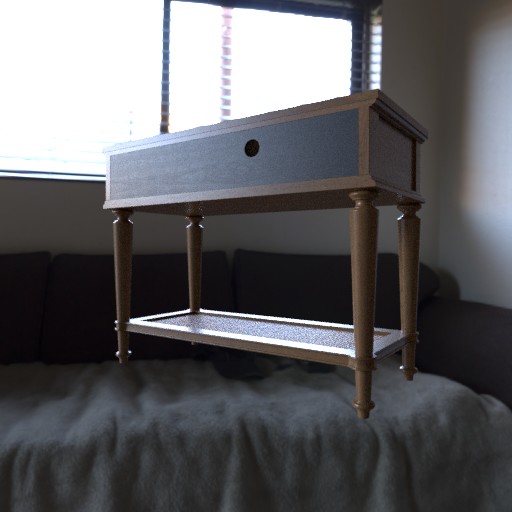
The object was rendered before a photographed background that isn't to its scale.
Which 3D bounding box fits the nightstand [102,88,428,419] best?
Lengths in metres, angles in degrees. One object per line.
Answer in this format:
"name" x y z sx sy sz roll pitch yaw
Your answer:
"nightstand" 0.000 0.000 1.351 0.914 0.700 0.432 1 1 35
